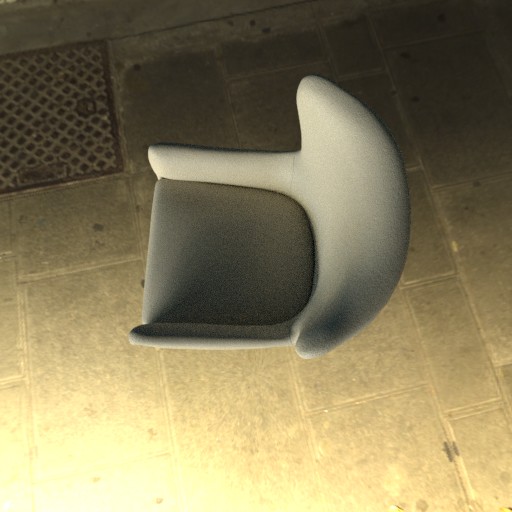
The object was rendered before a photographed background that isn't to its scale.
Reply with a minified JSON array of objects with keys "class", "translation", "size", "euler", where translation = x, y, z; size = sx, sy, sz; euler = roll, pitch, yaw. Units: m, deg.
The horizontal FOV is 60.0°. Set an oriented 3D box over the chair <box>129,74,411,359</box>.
[{"class":"chair","translation":[0.000,0.000,1.413],"size":[0.686,0.952,0.660],"euler":[2,75,1]}]
